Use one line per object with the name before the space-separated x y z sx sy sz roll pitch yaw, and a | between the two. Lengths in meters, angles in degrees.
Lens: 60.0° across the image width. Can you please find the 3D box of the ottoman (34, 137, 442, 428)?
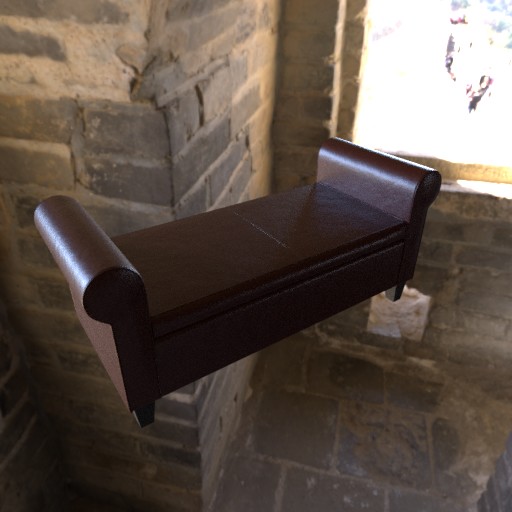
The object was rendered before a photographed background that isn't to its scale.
ottoman | 0.000 0.000 1.551 1.256 0.547 0.521 -19 35 -29
